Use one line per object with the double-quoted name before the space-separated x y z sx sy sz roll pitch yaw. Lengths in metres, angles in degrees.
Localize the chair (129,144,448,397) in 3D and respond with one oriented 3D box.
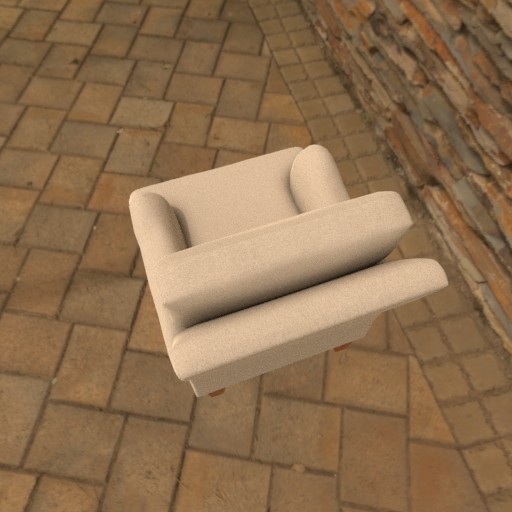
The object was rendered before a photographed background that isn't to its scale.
"chair" 0.000 0.000 1.863 0.895 1.076 1.078 -17 60 -10
